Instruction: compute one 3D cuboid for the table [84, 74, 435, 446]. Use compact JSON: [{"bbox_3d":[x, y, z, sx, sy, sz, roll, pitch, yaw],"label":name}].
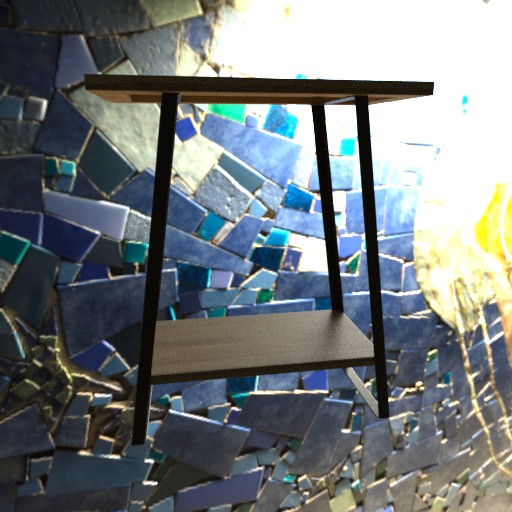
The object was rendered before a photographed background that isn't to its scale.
[{"bbox_3d":[0.000,0.000,0.978,0.599,0.701,0.300,-3,15,-9],"label":"table"}]
